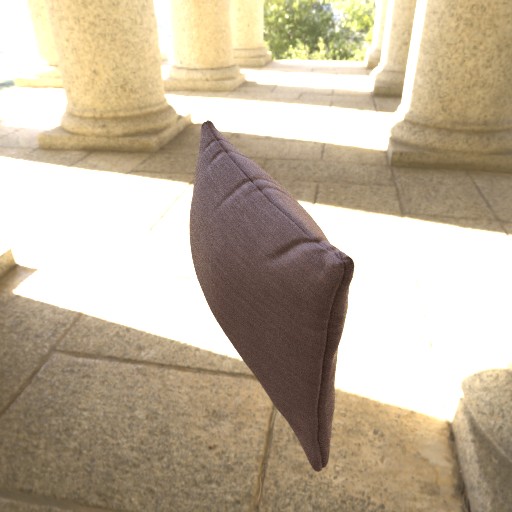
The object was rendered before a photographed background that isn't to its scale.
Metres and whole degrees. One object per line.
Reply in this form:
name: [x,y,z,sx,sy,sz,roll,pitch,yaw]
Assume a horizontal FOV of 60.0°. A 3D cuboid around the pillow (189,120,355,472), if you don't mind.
pillow: [0.000,0.000,0.787,0.210,0.338,0.633,-10,32,-16]
